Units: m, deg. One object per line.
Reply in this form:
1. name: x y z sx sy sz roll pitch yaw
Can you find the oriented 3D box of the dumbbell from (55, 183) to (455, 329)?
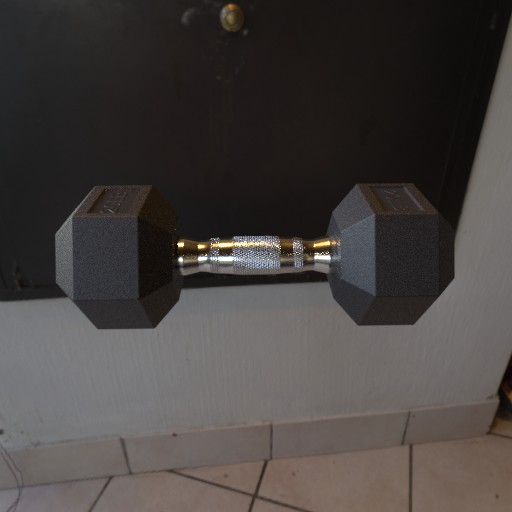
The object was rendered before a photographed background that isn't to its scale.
1. dumbbell: 0.000 0.000 0.330 0.272 0.092 0.106 -1 31 -1
